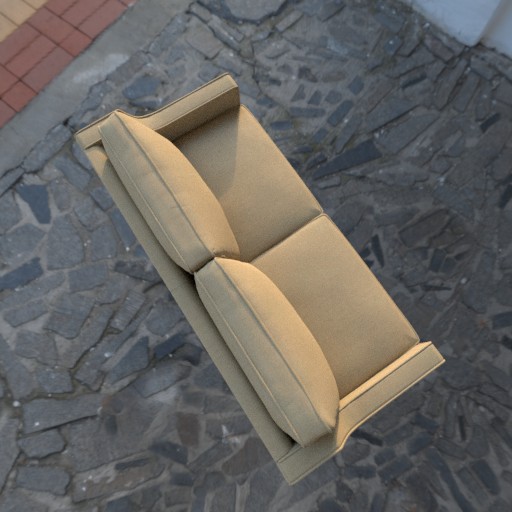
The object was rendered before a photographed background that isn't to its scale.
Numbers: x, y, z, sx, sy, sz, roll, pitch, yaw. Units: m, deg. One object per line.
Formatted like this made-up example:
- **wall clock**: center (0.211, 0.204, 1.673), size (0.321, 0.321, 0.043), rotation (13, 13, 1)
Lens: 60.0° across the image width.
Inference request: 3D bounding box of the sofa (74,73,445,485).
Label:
- **sofa**: center (0.000, 0.000, 2.695), size (1.066, 1.071, 2.178), rotation (-33, 77, -8)
